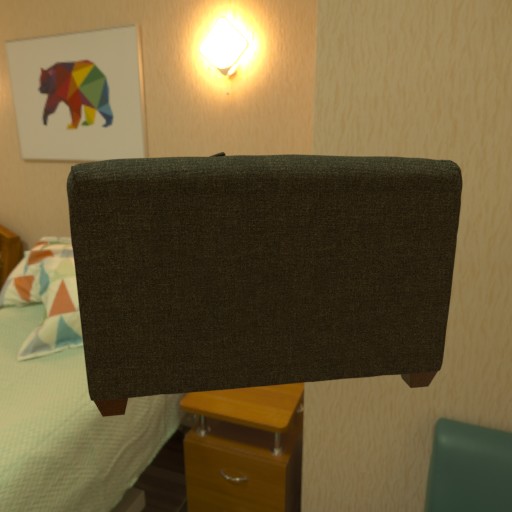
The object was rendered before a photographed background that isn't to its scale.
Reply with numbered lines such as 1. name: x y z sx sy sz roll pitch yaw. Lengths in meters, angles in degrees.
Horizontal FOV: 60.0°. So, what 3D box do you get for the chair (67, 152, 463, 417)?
1. chair: 0.000 0.000 2.046 1.383 0.948 1.000 -2 15 -9
